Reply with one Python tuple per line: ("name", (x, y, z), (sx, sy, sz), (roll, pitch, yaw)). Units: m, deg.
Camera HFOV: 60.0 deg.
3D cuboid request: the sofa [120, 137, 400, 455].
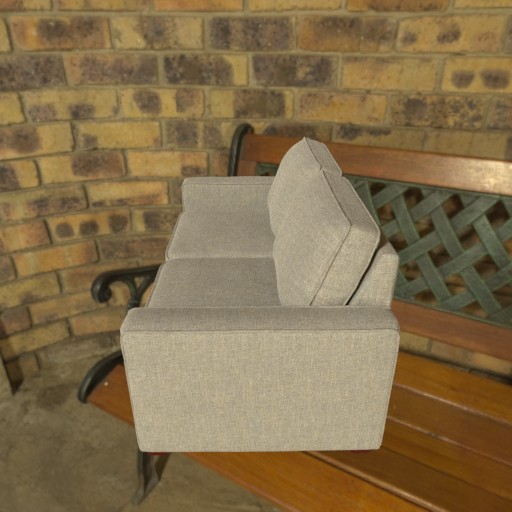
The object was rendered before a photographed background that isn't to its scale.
("sofa", (0.000, 0.000, 2.237), (0.945, 0.915, 1.706), (0, 27, -1))
